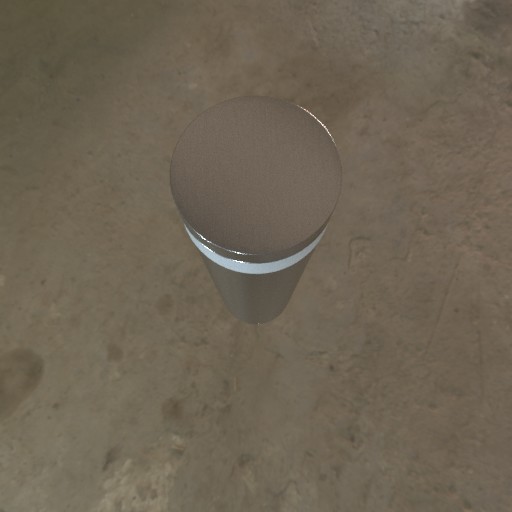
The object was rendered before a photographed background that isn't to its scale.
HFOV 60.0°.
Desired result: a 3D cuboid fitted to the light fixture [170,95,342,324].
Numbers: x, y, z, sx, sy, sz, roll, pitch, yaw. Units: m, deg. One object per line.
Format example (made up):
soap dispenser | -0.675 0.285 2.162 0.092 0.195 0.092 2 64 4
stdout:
light fixture | 0.000 0.000 0.450 0.102 0.400 0.102 -3 76 -1
